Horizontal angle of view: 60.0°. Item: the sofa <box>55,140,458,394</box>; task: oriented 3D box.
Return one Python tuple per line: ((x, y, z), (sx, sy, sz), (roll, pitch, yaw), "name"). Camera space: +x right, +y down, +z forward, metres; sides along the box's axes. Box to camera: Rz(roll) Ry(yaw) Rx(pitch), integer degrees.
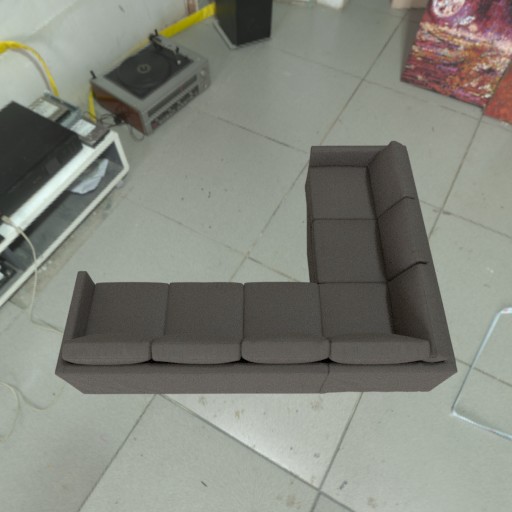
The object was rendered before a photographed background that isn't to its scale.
((0.000, 0.000, 4.286), (3.182, 0.871, 2.432), (0, 60, 0), "sofa")
